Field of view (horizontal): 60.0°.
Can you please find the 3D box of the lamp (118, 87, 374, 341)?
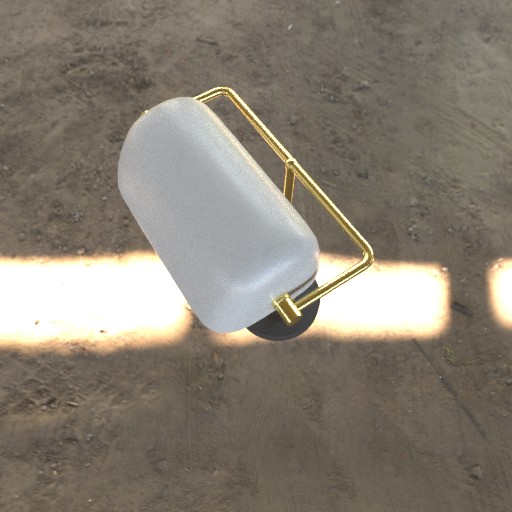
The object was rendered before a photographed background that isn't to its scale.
[{"bbox_3d":[0.000,0.000,0.559,0.227,0.404,0.269,-30,66,-15],"label":"lamp"}]
